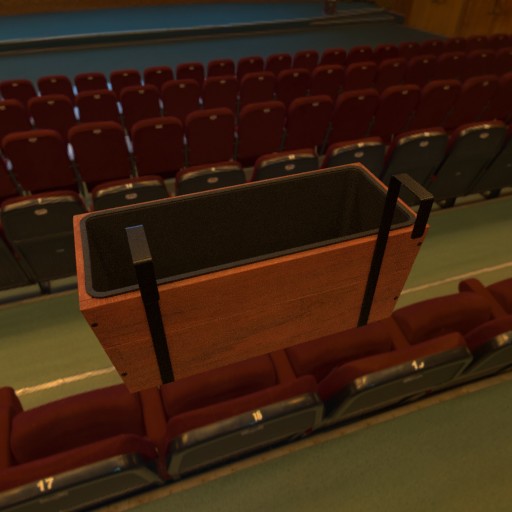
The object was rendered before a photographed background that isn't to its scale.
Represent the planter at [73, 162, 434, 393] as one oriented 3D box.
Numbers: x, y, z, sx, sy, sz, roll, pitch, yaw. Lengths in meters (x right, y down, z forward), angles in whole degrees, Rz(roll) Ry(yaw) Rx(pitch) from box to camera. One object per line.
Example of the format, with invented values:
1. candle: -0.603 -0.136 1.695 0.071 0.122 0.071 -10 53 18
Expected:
1. planter: 0.000 0.000 0.647 0.480 0.289 0.262 -13 42 -15
